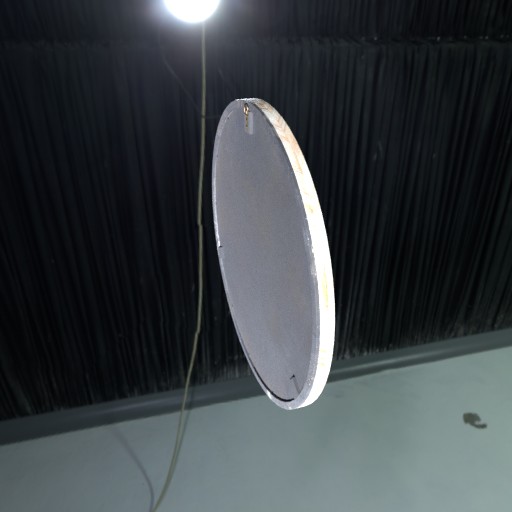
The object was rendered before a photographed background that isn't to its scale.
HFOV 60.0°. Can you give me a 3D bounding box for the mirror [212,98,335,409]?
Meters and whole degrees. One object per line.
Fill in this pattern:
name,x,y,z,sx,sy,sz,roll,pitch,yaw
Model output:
mirror,0.000,0.000,1.062,0.038,0.710,0.710,-10,31,-17
